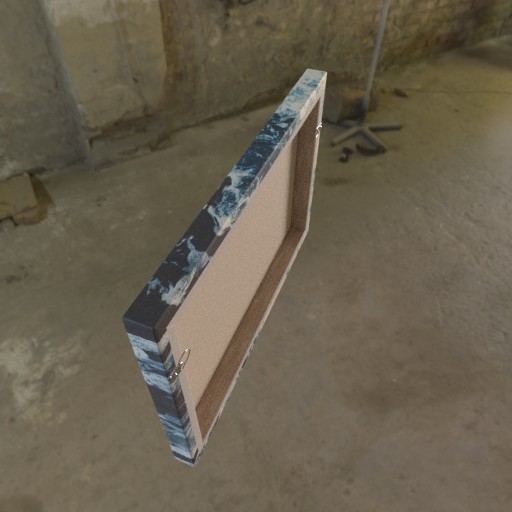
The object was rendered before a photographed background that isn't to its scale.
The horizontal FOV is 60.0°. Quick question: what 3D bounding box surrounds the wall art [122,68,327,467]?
[{"bbox_3d":[0.000,0.000,0.777,0.043,0.407,0.609,17,49,15],"label":"wall art"}]
